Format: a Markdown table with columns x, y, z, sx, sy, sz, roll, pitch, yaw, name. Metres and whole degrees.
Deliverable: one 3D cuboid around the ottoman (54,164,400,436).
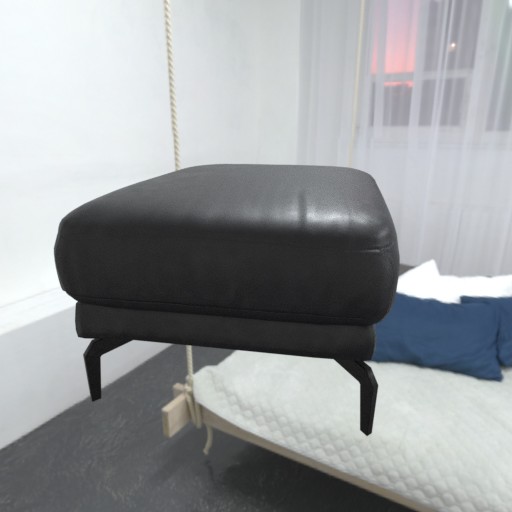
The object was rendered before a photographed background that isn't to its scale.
| x | y | z | sx | sy | sz | roll | pitch | yaw | name |
| --- | --- | --- | --- | --- | --- | --- | --- | --- | --- |
| 0.000 | 0.000 | 1.056 | 0.570 | 0.402 | 0.764 | 3 | 18 | 10 | ottoman |
